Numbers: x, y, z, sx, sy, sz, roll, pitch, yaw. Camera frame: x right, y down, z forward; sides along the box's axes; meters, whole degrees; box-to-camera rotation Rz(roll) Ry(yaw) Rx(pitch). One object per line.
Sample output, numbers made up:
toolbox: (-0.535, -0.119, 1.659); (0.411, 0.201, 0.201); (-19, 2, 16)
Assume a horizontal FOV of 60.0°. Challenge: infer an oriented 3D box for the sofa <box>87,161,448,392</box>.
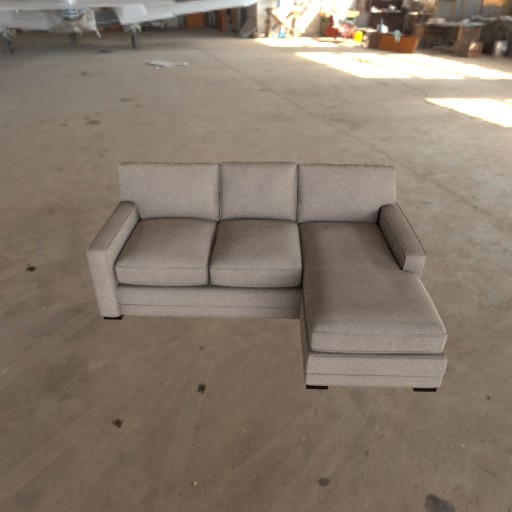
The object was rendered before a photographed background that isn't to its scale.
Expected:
sofa: (0.000, 0.000, 2.899); (2.087, 0.861, 1.496); (1, 31, 1)
